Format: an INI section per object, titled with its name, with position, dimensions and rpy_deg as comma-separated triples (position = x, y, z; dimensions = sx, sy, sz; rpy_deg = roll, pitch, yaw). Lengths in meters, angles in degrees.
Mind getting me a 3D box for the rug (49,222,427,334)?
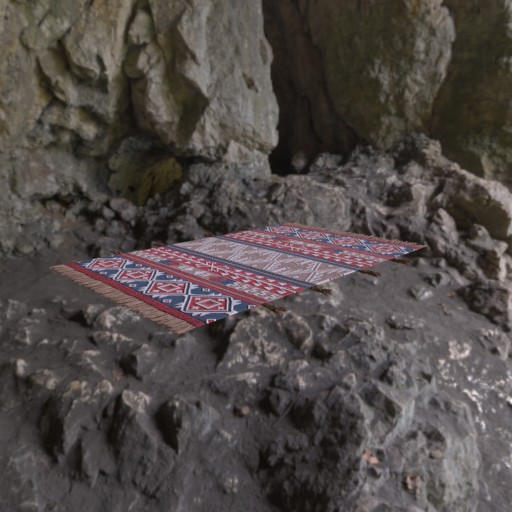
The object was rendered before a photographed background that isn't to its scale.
[rug]
position = 0.000, 0.000, 2.695
dimensions = 2.025, 0.040, 1.469
rpy_deg = -14, 20, -43
